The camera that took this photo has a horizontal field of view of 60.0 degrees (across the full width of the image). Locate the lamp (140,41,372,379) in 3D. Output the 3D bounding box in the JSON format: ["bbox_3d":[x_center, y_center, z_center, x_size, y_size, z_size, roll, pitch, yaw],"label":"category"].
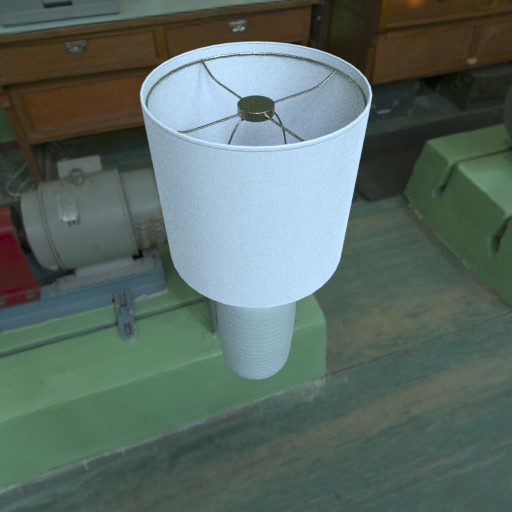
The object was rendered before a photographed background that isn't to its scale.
[{"bbox_3d":[0.000,0.000,0.598,0.220,0.475,0.220,-16,48,-15],"label":"lamp"}]
